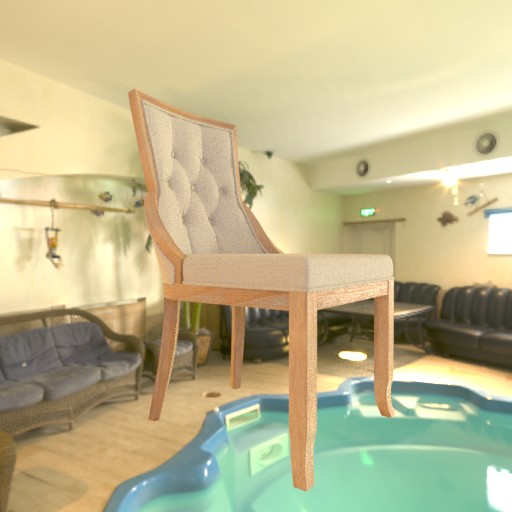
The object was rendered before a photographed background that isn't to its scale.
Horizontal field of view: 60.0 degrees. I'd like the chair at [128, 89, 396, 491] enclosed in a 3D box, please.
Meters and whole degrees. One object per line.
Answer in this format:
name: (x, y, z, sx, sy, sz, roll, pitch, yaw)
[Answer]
chair: (0.000, 0.000, 1.287, 0.641, 0.947, 0.524, 0, 1, 36)
